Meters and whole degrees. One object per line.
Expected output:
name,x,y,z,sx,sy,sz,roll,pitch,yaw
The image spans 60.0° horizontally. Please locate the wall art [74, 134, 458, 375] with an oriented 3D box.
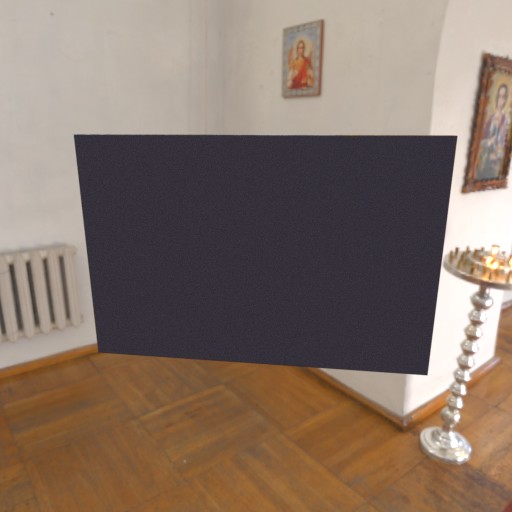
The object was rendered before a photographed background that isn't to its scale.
wall art,0.000,0.000,1.145,0.908,0.604,0.037,2,17,7
